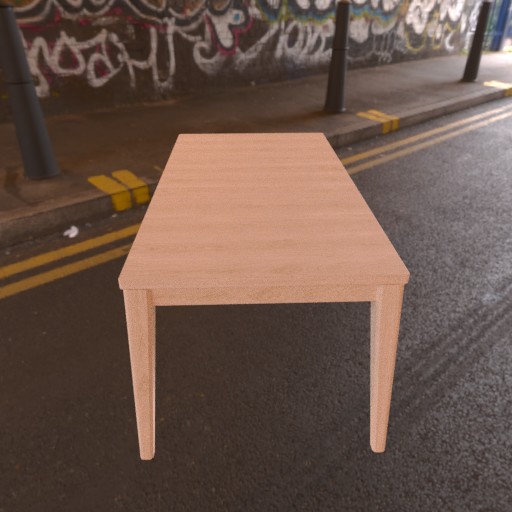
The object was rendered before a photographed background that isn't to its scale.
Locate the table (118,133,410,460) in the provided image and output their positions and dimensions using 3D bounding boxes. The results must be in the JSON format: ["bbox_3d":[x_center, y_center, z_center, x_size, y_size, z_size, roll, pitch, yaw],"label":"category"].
[{"bbox_3d":[0.000,0.000,2.120,0.900,0.760,1.600,-1,30,-2],"label":"table"}]
